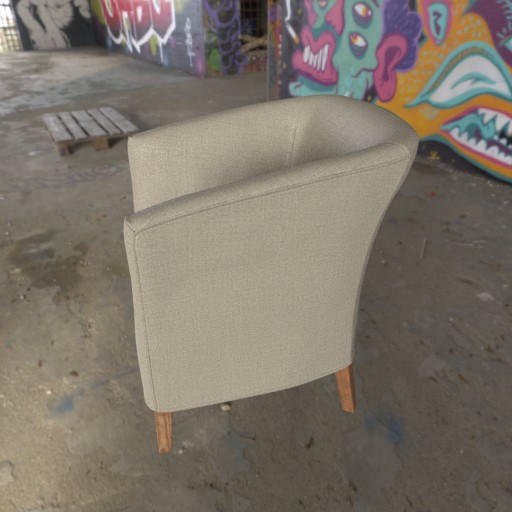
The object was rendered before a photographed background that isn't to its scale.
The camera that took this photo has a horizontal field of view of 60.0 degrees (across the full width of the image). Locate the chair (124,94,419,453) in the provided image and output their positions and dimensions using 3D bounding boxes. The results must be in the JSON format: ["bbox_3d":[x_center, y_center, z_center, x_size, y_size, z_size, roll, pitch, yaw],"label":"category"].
[{"bbox_3d":[0.000,0.000,1.229,0.668,0.771,0.600,-7,31,-11],"label":"chair"}]
